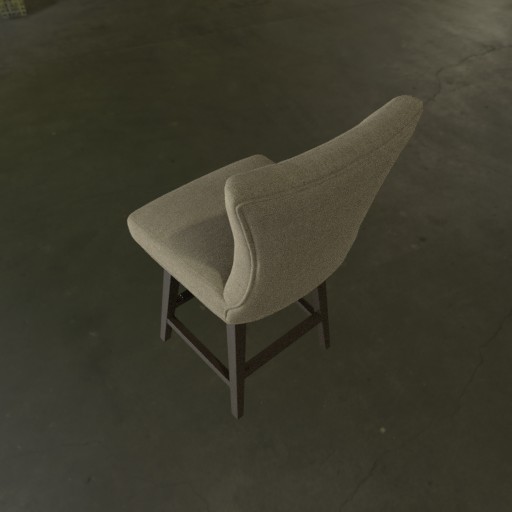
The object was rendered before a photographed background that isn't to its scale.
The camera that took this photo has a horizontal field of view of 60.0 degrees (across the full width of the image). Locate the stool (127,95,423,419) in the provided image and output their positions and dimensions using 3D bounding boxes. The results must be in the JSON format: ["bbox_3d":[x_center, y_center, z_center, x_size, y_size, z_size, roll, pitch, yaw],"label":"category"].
[{"bbox_3d":[0.000,0.000,1.294,0.514,1.000,0.574,-31,53,-26],"label":"stool"}]
